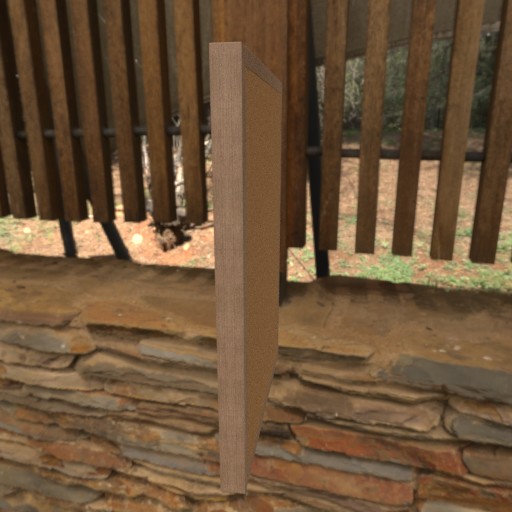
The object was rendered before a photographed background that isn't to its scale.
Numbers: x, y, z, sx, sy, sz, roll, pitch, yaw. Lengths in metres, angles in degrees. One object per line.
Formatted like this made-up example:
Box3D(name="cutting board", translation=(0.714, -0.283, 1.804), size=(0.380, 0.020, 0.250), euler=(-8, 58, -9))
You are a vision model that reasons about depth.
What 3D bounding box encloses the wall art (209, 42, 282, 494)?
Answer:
Box3D(name="wall art", translation=(0.000, 0.000, 0.648), size=(0.031, 0.509, 0.356), euler=(3, 16, 9))
